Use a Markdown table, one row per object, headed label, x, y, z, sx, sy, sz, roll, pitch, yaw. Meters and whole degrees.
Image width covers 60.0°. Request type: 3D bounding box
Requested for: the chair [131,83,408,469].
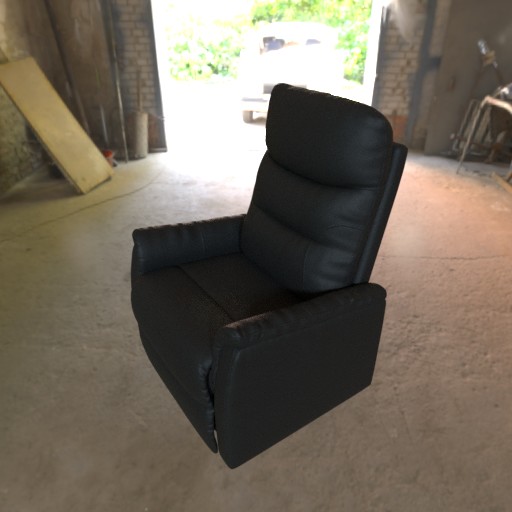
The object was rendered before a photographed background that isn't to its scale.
| label | x | y | z | sx | sy | sz | roll | pitch | yaw |
| --- | --- | --- | --- | --- | --- | --- | --- | --- | --- |
| chair | 0.000 | 0.000 | 1.618 | 0.831 | 1.082 | 0.775 | -19 | 36 | -29 |
